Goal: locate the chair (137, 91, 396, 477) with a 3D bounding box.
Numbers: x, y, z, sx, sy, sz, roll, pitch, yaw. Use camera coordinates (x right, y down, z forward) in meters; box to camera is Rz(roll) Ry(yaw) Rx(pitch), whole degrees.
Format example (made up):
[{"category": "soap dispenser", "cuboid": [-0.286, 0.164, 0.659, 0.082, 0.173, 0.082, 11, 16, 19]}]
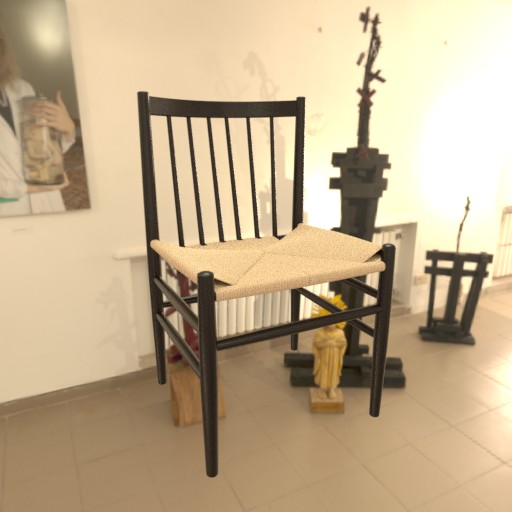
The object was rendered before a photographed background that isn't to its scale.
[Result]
[{"category": "chair", "cuboid": [0.000, 0.000, 1.163, 0.495, 0.818, 0.516, -8, 18, -26]}]
